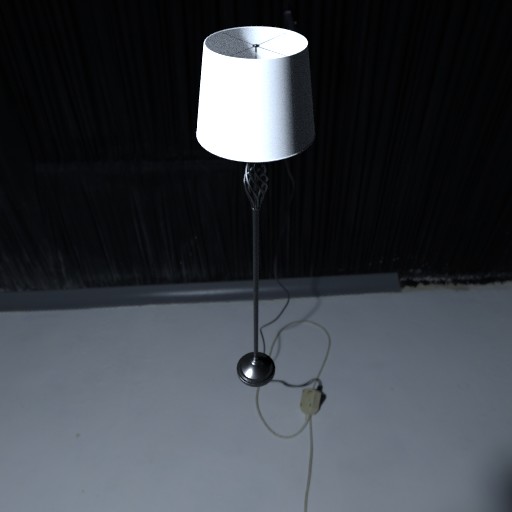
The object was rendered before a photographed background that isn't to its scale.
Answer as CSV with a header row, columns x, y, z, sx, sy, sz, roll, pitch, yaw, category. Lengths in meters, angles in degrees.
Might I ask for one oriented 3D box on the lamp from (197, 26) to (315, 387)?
x,y,z,sx,sy,sz,roll,pitch,yaw,category
0.000,0.000,1.787,0.379,1.623,0.379,0,42,0,lamp
